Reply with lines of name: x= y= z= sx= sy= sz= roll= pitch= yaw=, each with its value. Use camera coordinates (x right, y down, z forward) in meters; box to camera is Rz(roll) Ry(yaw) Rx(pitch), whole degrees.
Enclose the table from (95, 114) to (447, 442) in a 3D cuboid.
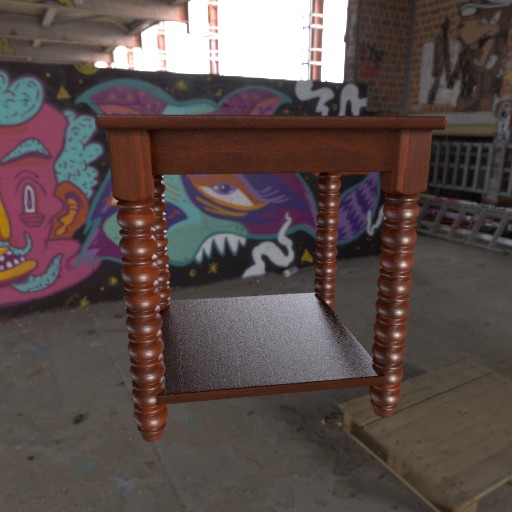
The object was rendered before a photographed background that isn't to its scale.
table: x=0.000 y=0.000 z=0.964 sx=0.533 sy=0.567 sz=0.500 roll=-2 pitch=16 yaw=-9
